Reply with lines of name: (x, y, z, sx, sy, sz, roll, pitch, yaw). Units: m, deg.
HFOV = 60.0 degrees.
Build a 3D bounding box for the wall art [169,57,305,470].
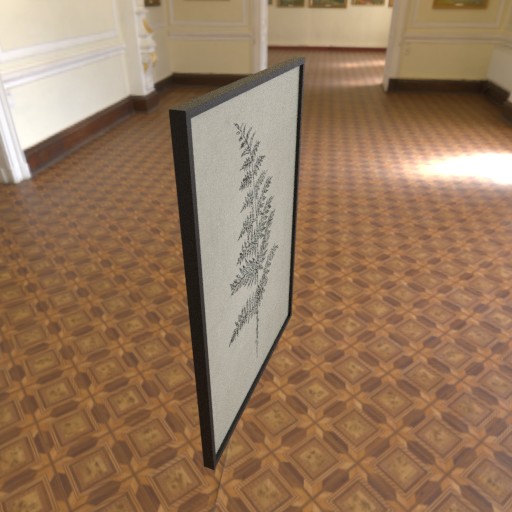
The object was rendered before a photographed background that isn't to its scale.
wall art: (0.000, 0.000, 1.405, 0.036, 1.070, 0.802, 11, 33, 18)
